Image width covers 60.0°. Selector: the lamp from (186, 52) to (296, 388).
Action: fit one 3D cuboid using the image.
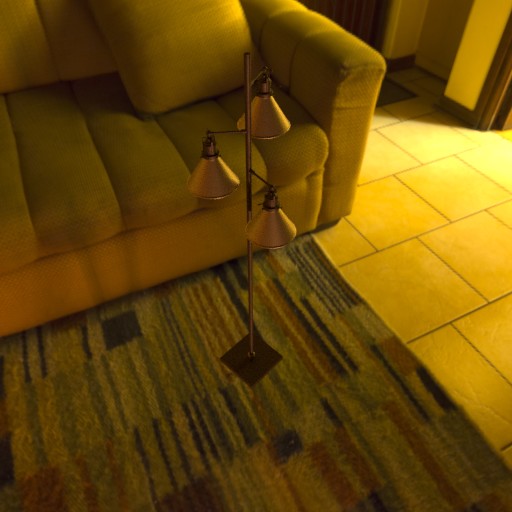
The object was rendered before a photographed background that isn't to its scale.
[{"bbox_3d":[0.000,0.000,1.929,0.415,1.716,0.428,34,54,29],"label":"lamp"}]
